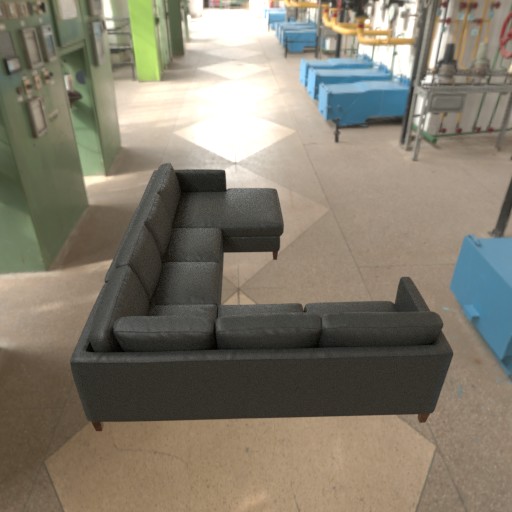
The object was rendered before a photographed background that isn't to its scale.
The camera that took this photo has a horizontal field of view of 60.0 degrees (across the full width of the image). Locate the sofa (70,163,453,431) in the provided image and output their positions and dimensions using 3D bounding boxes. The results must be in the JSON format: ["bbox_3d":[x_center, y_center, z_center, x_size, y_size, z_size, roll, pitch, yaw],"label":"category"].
[{"bbox_3d":[0.000,0.000,4.506,2.593,0.923,3.460,-1,32,-2],"label":"sofa"}]
